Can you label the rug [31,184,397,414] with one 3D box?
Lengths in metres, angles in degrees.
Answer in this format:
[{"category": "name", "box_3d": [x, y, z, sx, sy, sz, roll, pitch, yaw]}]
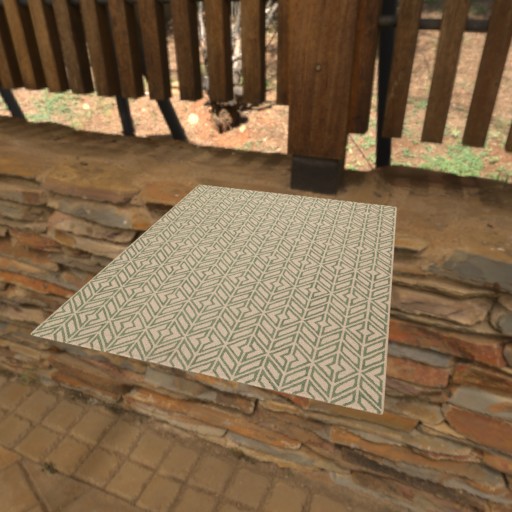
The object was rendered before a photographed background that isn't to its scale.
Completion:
[{"category": "rug", "box_3d": [0.000, 0.000, 4.105, 2.441, 0.017, 3.050, 9, 31, 14]}]
